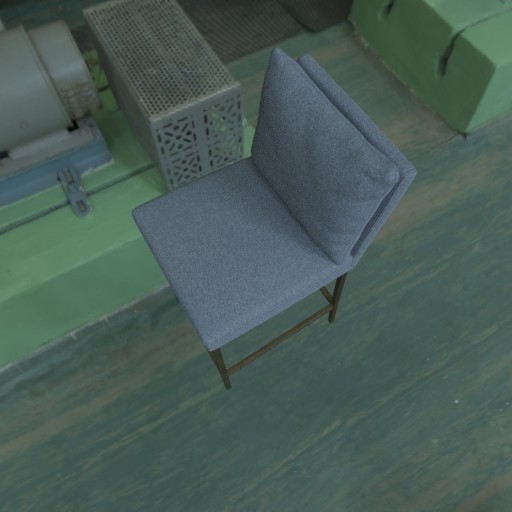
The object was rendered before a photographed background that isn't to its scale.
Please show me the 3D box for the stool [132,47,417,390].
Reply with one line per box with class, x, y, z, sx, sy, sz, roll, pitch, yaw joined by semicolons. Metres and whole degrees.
stool;0.000;0.000;1.414;0.569;1.130;0.463;-29;68;-13
